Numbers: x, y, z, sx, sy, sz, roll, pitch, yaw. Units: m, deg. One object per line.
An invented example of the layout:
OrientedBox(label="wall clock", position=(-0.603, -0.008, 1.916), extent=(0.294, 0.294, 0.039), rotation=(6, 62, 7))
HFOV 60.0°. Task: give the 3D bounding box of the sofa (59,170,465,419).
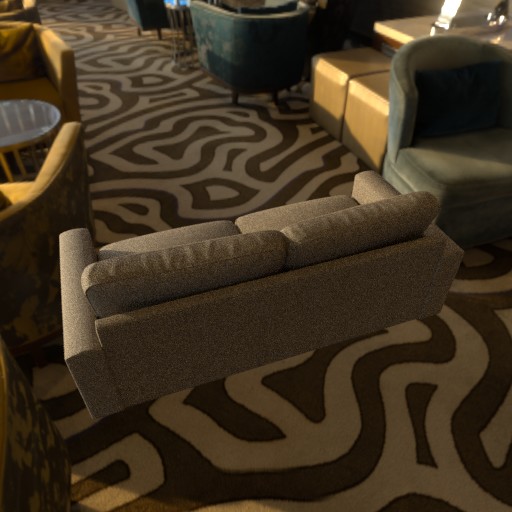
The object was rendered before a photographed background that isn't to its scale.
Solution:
OrientedBox(label="sofa", position=(0.000, 0.000, 2.680), extent=(2.179, 0.873, 1.016), rotation=(-13, 43, -15))
